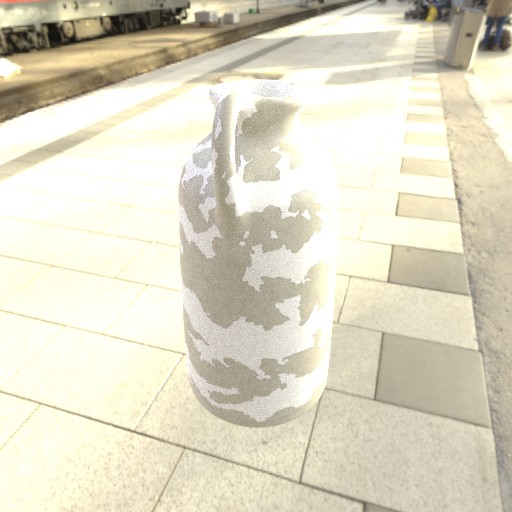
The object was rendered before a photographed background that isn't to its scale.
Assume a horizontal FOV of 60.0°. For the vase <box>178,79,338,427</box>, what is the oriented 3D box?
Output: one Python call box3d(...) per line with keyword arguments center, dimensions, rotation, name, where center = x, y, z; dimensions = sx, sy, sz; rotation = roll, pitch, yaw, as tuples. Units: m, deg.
box3d(center=(0.000, 0.000, 0.494), dimensions=(0.186, 0.382, 0.203), rotation=(9, 33, 13), name="vase")
